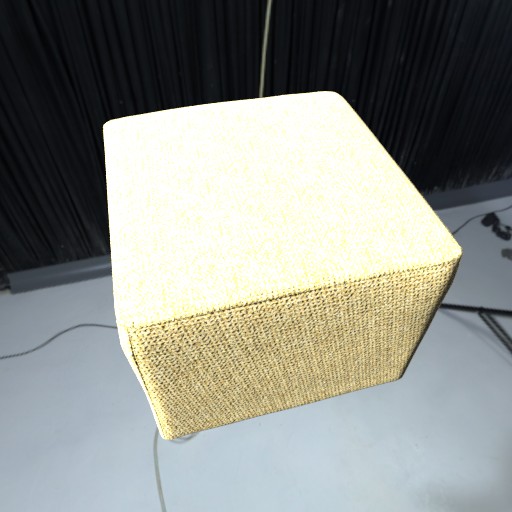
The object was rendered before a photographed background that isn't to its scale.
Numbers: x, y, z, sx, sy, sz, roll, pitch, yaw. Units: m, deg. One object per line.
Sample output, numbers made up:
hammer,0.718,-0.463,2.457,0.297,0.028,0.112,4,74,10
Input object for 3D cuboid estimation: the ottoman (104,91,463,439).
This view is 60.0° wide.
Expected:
ottoman,0.000,0.000,0.894,0.505,0.441,0.512,-11,49,-10
